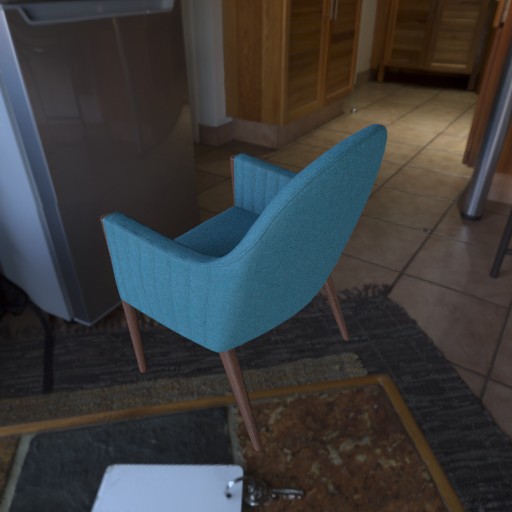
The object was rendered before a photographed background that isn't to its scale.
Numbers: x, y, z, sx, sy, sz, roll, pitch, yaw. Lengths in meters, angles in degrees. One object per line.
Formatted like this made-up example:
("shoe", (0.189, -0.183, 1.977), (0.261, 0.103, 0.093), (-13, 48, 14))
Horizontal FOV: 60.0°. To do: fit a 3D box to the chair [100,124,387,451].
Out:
("chair", (0.000, 0.000, 1.390), (0.652, 0.907, 0.656), (22, 39, 30))
